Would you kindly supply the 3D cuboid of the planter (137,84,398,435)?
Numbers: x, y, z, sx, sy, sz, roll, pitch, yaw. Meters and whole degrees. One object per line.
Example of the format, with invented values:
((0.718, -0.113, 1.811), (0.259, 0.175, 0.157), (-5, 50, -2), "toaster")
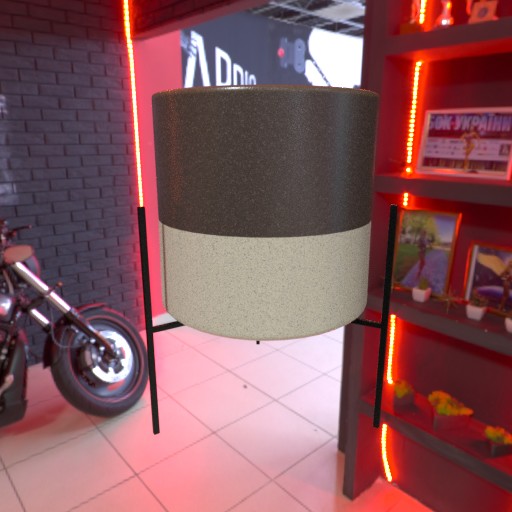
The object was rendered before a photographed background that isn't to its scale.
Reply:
((0.000, 0.000, 0.521), (0.250, 0.353, 0.260), (-2, 15, -9), "planter")
